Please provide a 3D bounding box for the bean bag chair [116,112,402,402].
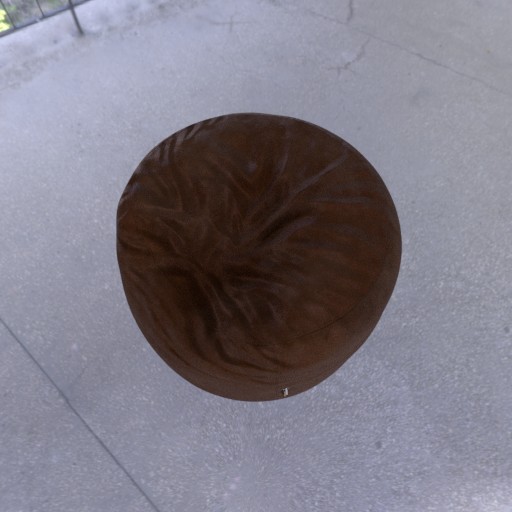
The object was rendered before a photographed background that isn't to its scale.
[{"bbox_3d":[0.000,0.000,1.535,0.918,0.616,0.918,0,63,0],"label":"bean bag chair"}]
